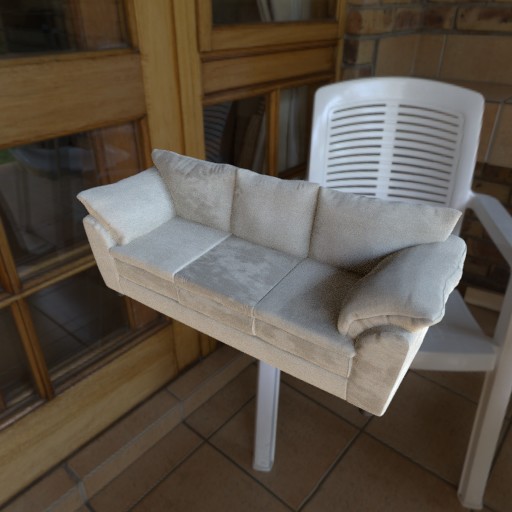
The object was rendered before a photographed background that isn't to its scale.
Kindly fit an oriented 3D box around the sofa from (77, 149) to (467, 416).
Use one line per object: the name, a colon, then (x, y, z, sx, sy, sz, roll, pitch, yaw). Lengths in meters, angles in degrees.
sofa: (0.000, 0.000, 2.819, 2.377, 0.981, 0.893, 19, 35, 29)
